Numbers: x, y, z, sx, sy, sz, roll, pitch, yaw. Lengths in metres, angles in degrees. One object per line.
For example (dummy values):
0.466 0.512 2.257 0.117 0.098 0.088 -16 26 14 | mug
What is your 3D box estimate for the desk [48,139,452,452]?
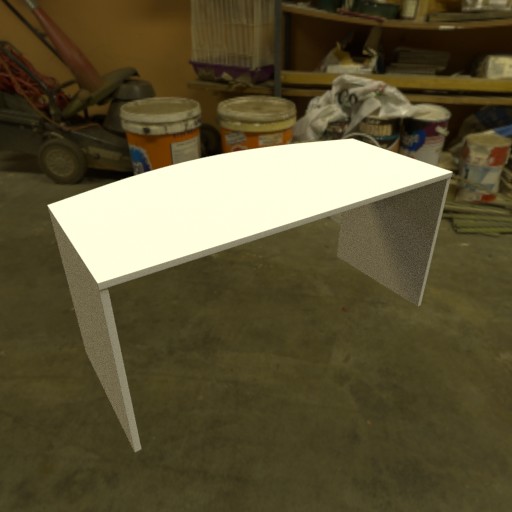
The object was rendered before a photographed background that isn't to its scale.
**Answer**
0.000 0.000 2.096 1.600 0.750 0.802 -19 36 -29 | desk
